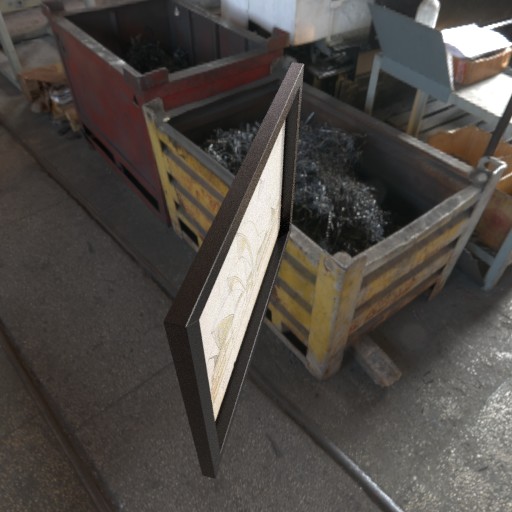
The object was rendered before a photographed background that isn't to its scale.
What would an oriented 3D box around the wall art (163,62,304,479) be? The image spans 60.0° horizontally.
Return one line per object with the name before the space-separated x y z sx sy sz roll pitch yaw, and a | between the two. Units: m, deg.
wall art | 0.000 0.000 0.834 0.027 0.458 0.657 11 47 10
